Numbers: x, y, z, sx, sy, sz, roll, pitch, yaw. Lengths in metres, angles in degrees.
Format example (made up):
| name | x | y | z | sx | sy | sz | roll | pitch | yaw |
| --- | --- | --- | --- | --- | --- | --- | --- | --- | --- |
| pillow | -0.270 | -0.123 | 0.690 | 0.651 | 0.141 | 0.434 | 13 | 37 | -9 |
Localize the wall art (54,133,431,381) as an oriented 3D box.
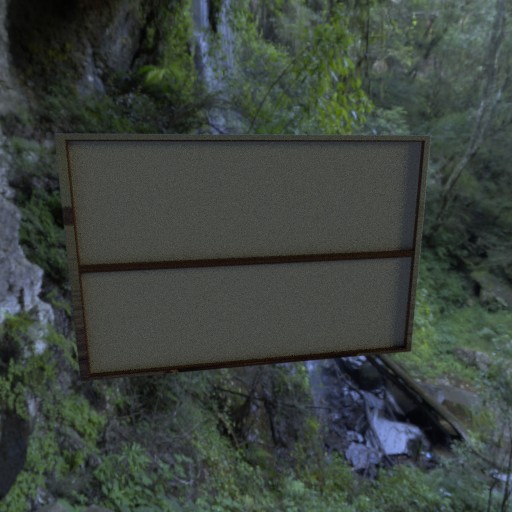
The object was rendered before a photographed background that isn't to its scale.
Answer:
| name | x | y | z | sx | sy | sz | roll | pitch | yaw |
| --- | --- | --- | --- | --- | --- | --- | --- | --- | --- |
| wall art | 0.000 | 0.000 | 1.445 | 1.149 | 0.765 | 0.040 | -3 | 14 | -10 |
